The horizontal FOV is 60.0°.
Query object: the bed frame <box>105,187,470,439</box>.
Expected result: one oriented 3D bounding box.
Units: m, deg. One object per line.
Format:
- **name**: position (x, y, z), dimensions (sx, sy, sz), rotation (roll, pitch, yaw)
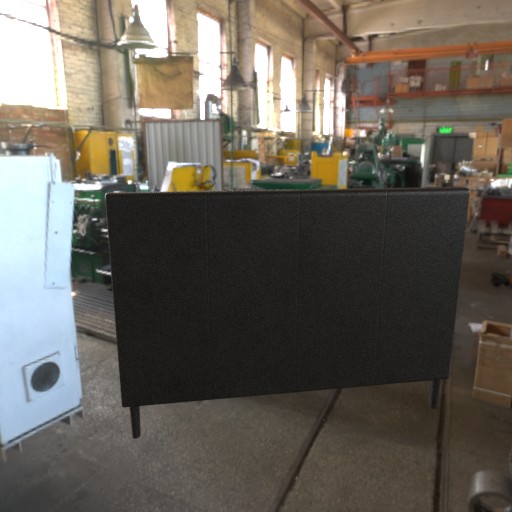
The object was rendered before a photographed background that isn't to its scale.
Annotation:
- **bed frame**: position (0.000, 0.000, 2.884), dimensions (1.469, 1.046, 2.152), rotation (-2, 14, -9)
